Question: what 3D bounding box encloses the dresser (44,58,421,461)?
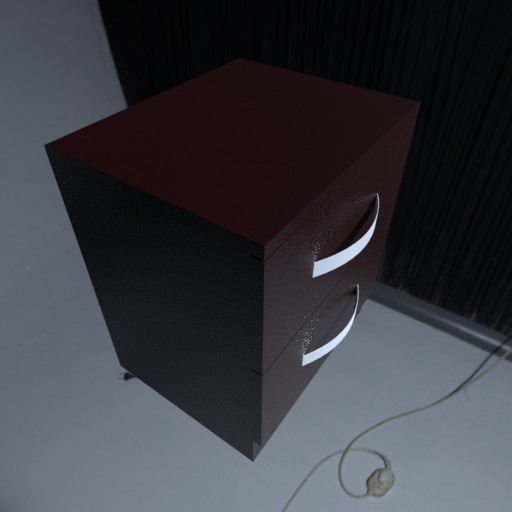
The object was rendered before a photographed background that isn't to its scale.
[{"bbox_3d":[0.000,0.000,0.748,0.360,0.470,0.400,25,48,26],"label":"dresser"}]
